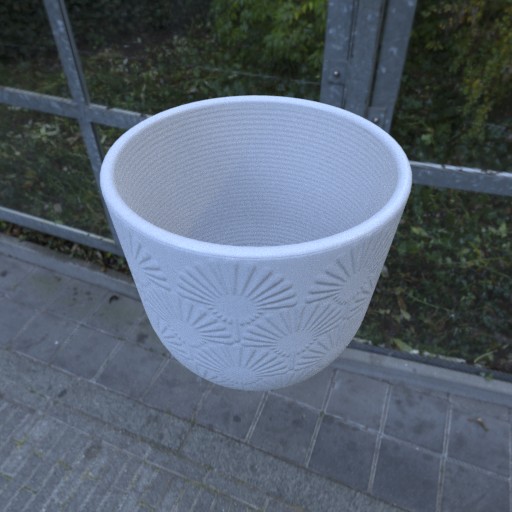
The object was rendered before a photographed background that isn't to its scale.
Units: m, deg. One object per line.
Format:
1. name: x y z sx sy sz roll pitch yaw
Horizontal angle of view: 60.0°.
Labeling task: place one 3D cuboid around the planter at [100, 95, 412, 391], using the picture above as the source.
1. planter: 0.000 0.000 0.298 0.170 0.152 0.170 0 42 0
